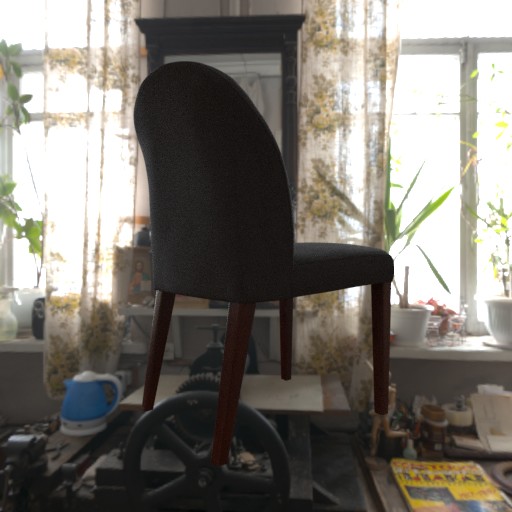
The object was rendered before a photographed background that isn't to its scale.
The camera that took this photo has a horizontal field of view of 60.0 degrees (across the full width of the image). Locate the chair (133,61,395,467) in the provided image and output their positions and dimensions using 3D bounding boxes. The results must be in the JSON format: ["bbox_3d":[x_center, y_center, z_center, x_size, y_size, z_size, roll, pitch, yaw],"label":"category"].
[{"bbox_3d":[0.000,0.000,1.235,0.619,0.879,0.506,0,0,-35],"label":"chair"}]
